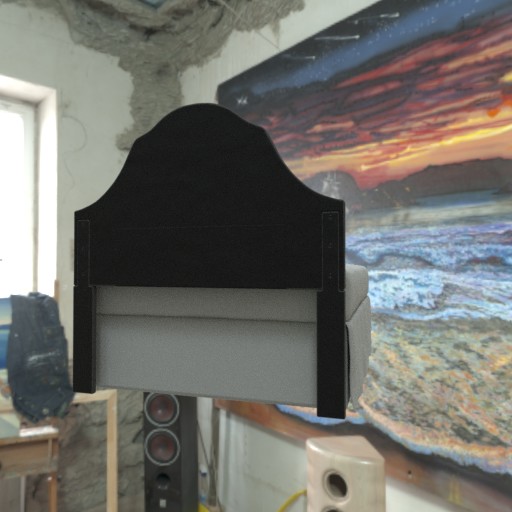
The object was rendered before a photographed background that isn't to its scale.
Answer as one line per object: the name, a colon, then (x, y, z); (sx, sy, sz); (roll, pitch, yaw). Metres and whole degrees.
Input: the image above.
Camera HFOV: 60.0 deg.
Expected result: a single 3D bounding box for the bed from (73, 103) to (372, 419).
bed: (0.000, 0.000, 3.335); (1.636, 1.575, 2.155); (0, -1, 17)
